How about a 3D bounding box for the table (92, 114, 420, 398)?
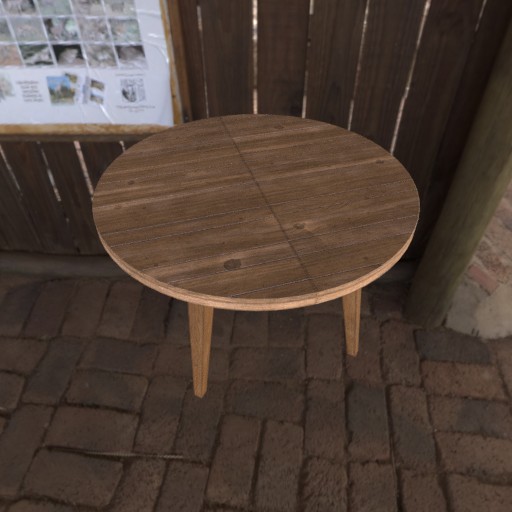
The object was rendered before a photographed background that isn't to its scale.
[{"bbox_3d":[0.000,0.000,1.959,1.213,0.764,1.213,0,42,0],"label":"table"}]
